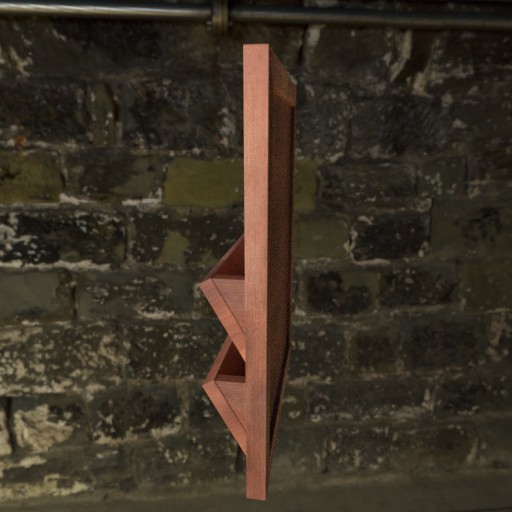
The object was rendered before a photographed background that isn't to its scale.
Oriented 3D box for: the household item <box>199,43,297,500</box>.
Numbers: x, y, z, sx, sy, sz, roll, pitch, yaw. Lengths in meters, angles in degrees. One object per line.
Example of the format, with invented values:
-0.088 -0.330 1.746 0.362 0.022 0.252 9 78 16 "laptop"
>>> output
0.000 0.000 0.530 0.067 0.407 0.310 2 15 9 "household item"
